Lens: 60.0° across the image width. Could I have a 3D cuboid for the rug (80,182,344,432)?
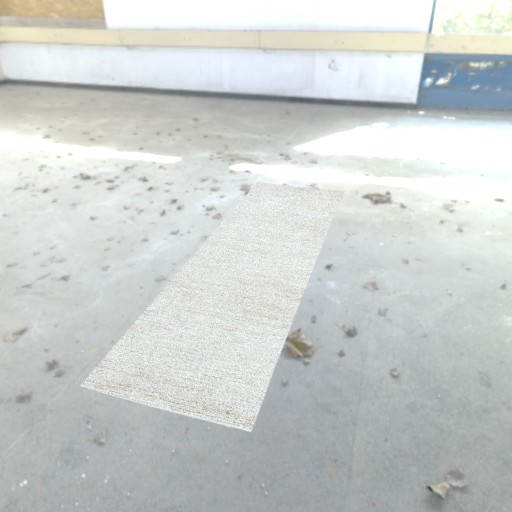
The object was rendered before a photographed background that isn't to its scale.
[{"bbox_3d":[0.000,0.000,2.607,0.712,0.013,2.346,9,32,15],"label":"rug"}]
